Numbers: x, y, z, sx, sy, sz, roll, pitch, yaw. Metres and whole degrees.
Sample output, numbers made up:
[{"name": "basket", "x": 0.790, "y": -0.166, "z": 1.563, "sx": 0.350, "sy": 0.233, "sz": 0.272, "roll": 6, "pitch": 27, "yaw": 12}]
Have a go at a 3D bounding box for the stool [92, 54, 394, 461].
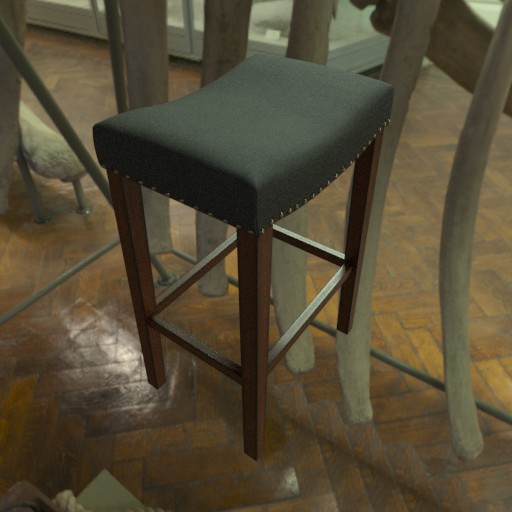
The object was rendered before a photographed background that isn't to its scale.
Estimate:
[{"name": "stool", "x": 0.000, "y": 0.000, "z": 1.038, "sx": 0.366, "sy": 0.760, "sz": 0.502, "roll": 25, "pitch": 47, "yaw": 26}]
